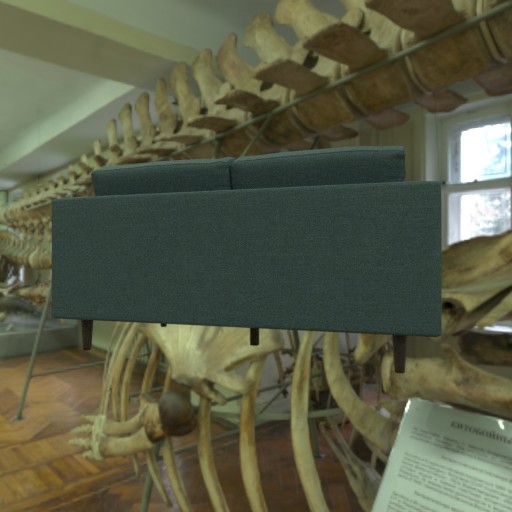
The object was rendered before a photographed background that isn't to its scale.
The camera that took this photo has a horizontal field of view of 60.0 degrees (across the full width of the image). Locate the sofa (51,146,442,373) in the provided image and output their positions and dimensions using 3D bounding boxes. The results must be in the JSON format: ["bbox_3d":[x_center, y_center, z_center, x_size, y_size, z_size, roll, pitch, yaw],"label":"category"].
[{"bbox_3d":[0.000,0.000,2.262,1.659,0.907,0.999,0,0,17],"label":"sofa"}]
